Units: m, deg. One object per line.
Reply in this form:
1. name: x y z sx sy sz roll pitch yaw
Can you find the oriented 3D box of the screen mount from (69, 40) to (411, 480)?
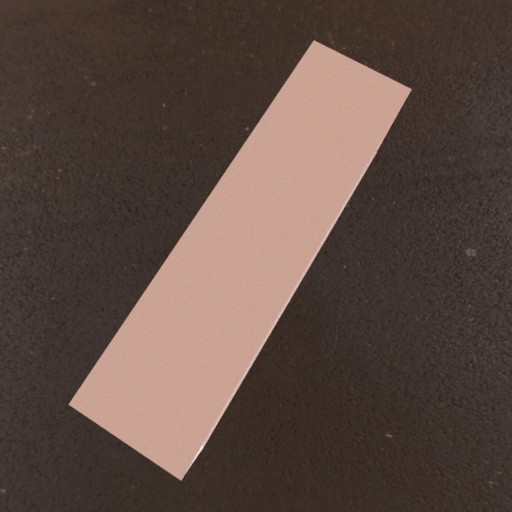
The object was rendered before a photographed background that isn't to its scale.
1. screen mount: 0.000 0.000 1.748 0.400 0.619 1.490 30 78 7
